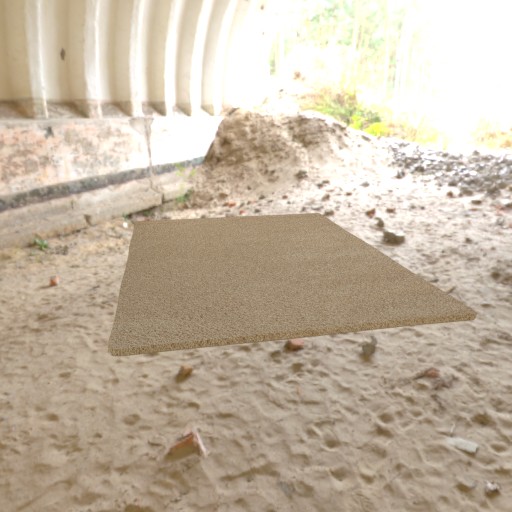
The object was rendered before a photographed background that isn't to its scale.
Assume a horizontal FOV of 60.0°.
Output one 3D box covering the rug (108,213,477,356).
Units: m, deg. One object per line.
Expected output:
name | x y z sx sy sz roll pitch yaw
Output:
rug | 0.000 0.000 2.116 1.199 0.025 1.600 -4 18 -11
